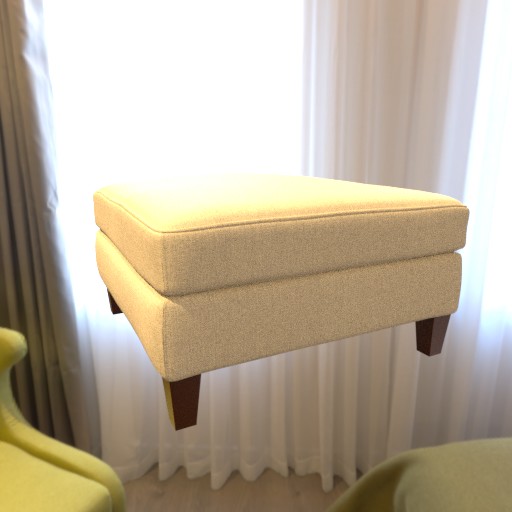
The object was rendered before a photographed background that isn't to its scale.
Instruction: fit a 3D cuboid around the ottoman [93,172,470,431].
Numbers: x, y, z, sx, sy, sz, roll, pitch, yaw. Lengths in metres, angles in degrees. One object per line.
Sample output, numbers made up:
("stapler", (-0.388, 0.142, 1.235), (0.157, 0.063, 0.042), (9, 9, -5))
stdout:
("ottoman", (0.000, 0.000, 1.342), (0.838, 0.478, 0.838), (-7, 16, -26))
